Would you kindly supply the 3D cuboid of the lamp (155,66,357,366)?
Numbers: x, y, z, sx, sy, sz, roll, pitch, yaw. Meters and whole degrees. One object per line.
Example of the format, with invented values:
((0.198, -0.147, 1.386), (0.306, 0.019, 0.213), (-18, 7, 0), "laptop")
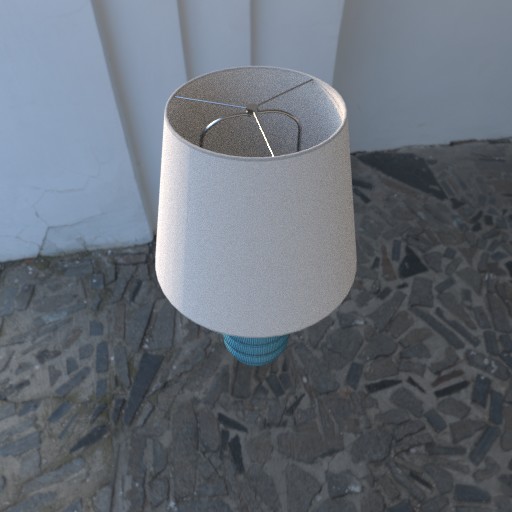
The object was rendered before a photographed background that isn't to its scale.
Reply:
((0.000, 0.000, 0.797), (0.355, 0.582, 0.355), (0, 47, 0), "lamp")
